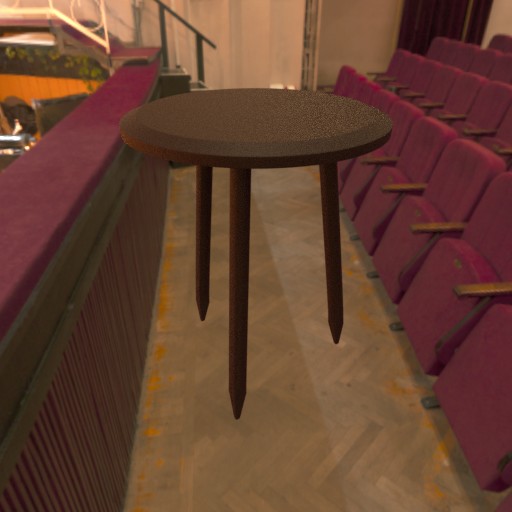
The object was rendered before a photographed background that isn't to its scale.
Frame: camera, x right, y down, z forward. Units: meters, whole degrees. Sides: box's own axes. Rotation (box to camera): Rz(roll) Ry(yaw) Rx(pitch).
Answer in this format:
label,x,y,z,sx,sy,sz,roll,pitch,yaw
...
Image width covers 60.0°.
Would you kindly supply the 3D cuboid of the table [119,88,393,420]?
label,x,y,z,sx,sy,sz,roll,pitch,yaw
table,0.000,0.000,0.909,0.457,0.585,0.457,0,30,0
